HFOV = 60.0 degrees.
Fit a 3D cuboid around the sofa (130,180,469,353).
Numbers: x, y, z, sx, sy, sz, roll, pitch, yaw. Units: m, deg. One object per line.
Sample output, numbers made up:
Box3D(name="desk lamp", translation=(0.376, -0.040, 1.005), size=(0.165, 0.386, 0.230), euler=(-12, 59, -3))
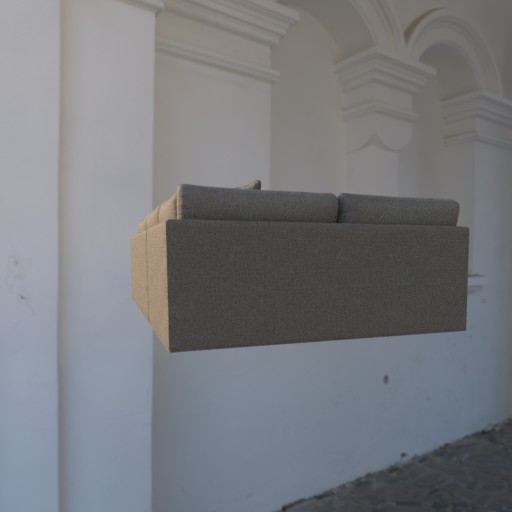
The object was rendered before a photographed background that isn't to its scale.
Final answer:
Box3D(name="sofa", translation=(0.000, 0.000, 3.942), size=(1.994, 0.978, 2.896), euler=(0, 1, -19))
